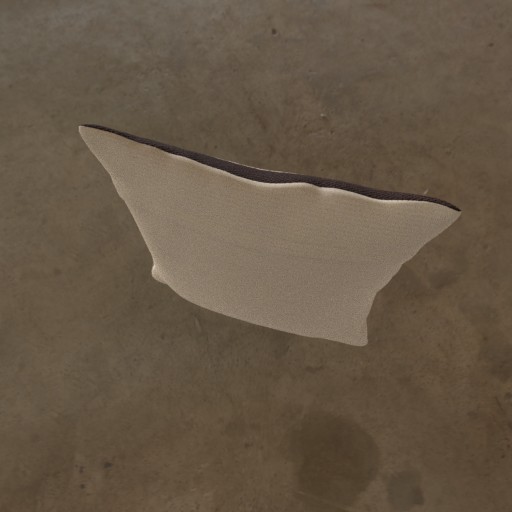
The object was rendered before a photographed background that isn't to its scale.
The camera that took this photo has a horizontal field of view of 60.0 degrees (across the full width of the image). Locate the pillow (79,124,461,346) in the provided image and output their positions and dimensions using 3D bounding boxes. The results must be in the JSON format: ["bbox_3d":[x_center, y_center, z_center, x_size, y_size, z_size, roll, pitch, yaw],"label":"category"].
[{"bbox_3d":[0.000,0.000,0.726,0.475,0.473,0.178,15,64,8],"label":"pillow"}]
